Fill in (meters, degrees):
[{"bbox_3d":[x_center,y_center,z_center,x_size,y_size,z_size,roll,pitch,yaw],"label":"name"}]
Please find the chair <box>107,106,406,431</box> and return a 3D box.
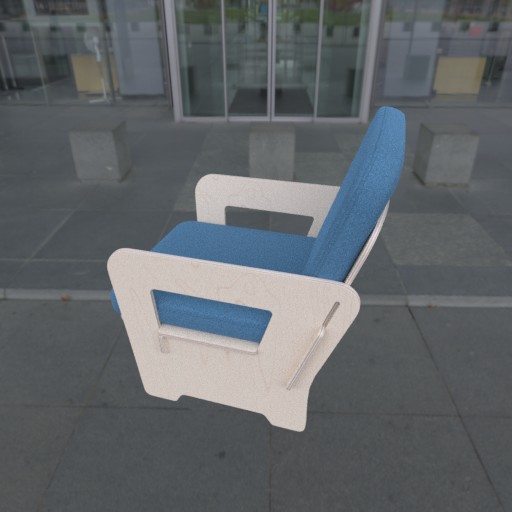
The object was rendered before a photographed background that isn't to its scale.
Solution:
[{"bbox_3d":[0.000,0.000,1.187,0.657,0.747,0.547,8,31,14],"label":"chair"}]
